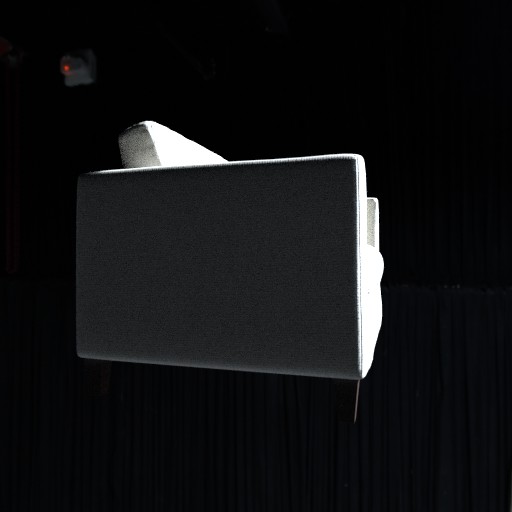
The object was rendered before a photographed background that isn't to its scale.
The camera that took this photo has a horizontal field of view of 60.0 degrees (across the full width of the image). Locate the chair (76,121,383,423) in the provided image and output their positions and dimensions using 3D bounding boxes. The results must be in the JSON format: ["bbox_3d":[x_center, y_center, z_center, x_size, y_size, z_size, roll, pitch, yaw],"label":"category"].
[{"bbox_3d":[0.000,0.000,1.757,0.959,0.919,0.996,0,-1,18],"label":"chair"}]
